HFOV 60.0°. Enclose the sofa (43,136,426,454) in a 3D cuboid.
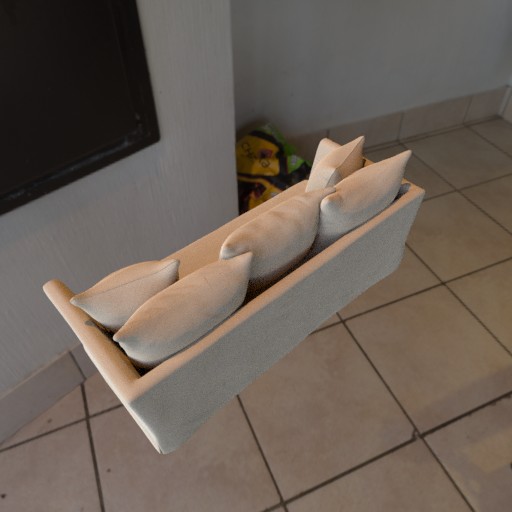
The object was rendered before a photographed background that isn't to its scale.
[{"bbox_3d":[0.000,0.000,3.082,2.499,1.047,1.046,-33,54,-28],"label":"sofa"}]
